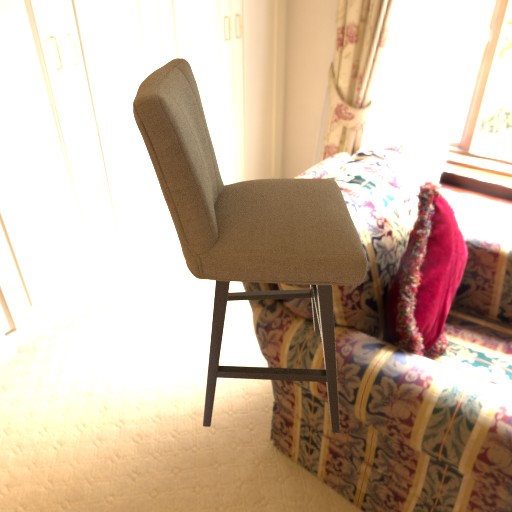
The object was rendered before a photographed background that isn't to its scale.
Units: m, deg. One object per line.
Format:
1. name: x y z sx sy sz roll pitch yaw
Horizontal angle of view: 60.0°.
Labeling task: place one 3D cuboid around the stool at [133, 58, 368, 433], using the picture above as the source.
1. stool: 0.000 0.000 1.400 0.574 1.086 0.514 0 33 0
